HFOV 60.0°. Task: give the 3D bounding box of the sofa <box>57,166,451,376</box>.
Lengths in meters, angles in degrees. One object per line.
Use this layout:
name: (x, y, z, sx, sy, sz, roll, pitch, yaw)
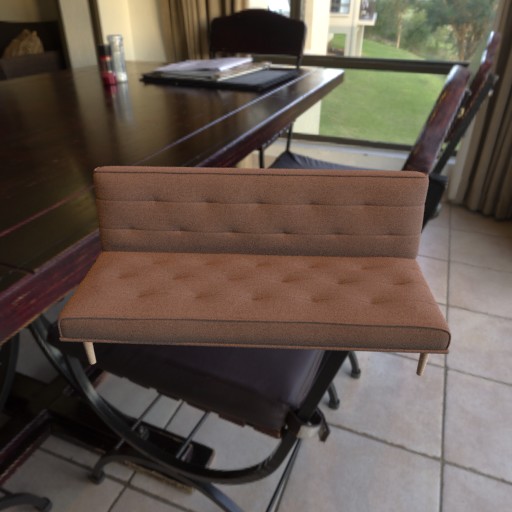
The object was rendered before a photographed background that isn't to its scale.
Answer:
sofa: (0.000, 0.000, 2.391, 1.820, 0.810, 1.038, 1, 31, 2)
